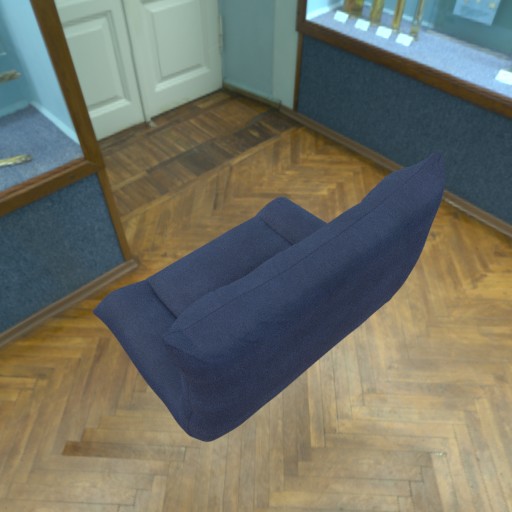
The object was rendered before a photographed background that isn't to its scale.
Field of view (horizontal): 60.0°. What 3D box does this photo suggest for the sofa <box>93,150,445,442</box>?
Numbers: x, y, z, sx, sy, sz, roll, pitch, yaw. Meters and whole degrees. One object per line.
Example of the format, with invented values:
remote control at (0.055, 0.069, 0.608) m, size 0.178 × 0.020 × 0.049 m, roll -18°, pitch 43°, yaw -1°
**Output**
sofa at (0.000, 0.000, 1.701) m, size 1.122 × 0.778 × 0.849 m, roll -32°, pitch 55°, yaw -26°
